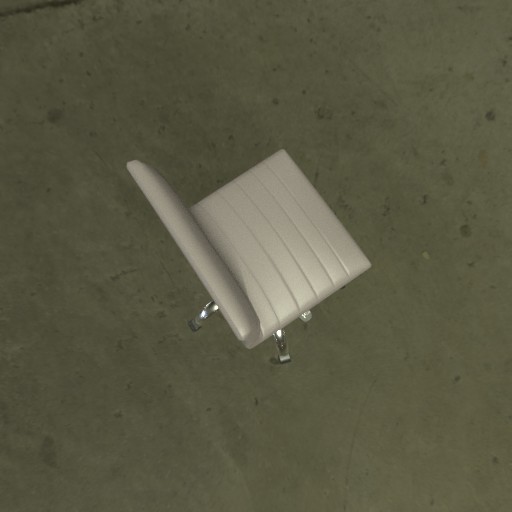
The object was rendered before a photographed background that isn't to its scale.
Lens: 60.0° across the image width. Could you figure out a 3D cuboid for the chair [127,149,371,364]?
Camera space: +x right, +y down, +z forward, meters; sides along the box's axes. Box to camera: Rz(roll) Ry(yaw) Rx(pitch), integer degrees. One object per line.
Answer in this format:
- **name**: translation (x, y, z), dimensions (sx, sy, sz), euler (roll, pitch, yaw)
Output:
- **chair**: translation (0.000, 0.000, 1.162), dimensions (0.530, 0.780, 0.556), euler (-33, 77, -8)
